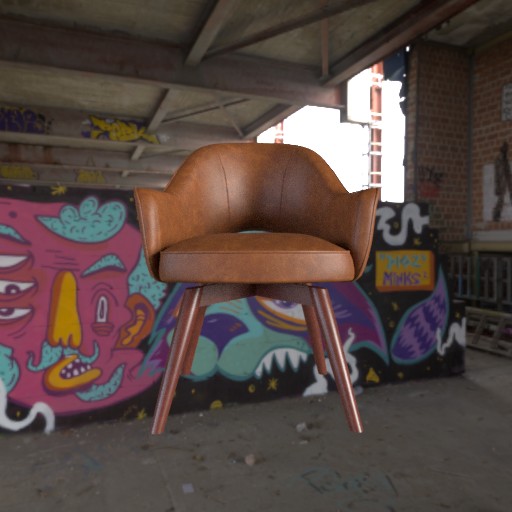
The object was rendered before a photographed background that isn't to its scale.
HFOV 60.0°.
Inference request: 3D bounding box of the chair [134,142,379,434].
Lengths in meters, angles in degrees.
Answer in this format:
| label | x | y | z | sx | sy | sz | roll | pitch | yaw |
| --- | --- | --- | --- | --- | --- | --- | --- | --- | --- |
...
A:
| label | x | y | z | sx | sy | sz | roll | pitch | yaw |
| --- | --- | --- | --- | --- | --- | --- | --- | --- | --- |
| chair | 0.000 | 0.000 | 1.239 | 0.591 | 0.777 | 0.640 | 0 | 1 | -1 |
